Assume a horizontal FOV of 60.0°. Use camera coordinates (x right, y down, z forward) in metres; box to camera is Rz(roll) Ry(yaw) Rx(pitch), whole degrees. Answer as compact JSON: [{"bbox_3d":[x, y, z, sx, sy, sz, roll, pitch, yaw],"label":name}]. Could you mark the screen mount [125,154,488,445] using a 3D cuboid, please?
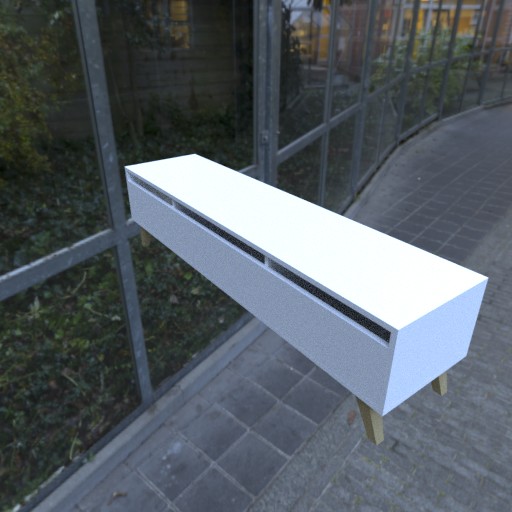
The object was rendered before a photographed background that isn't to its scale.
[{"bbox_3d":[0.000,0.000,1.820,0.399,0.432,1.644,-19,33,-32],"label":"screen mount"}]
